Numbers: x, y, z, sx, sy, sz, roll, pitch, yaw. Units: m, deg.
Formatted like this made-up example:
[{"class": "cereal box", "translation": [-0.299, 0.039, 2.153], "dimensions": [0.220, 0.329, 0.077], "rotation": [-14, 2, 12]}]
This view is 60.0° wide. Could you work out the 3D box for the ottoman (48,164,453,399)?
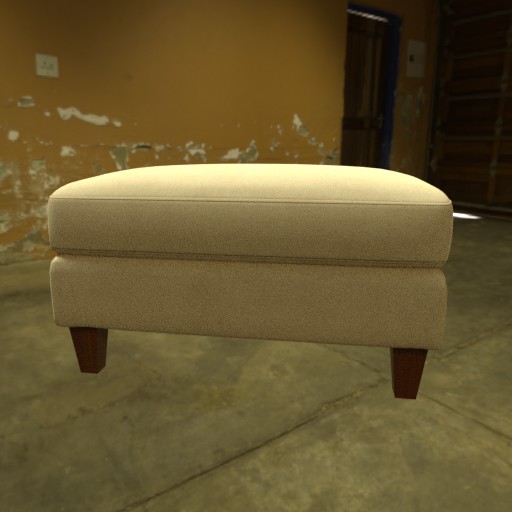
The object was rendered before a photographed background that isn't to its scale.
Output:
[{"class": "ottoman", "translation": [0.000, 0.000, 1.191], "dimensions": [0.864, 0.483, 0.584], "rotation": [2, 14, 9]}]
